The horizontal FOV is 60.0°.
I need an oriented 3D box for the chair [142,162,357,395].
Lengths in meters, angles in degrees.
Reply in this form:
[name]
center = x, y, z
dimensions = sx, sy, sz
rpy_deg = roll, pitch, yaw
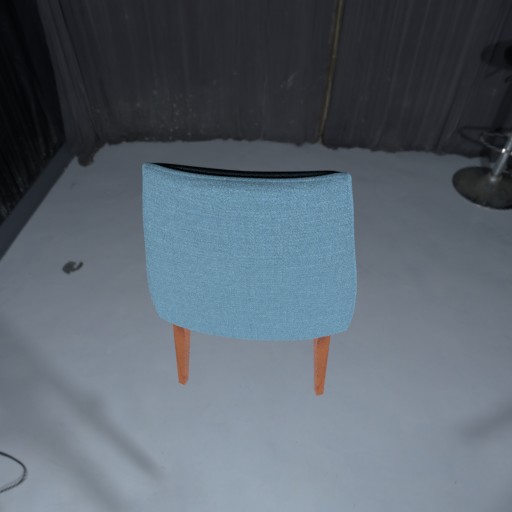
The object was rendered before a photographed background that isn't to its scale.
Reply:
[chair]
center = 0.000, 0.000, 1.197
dimensions = 0.529, 0.861, 0.544
rpy_deg = 3, 45, 3
